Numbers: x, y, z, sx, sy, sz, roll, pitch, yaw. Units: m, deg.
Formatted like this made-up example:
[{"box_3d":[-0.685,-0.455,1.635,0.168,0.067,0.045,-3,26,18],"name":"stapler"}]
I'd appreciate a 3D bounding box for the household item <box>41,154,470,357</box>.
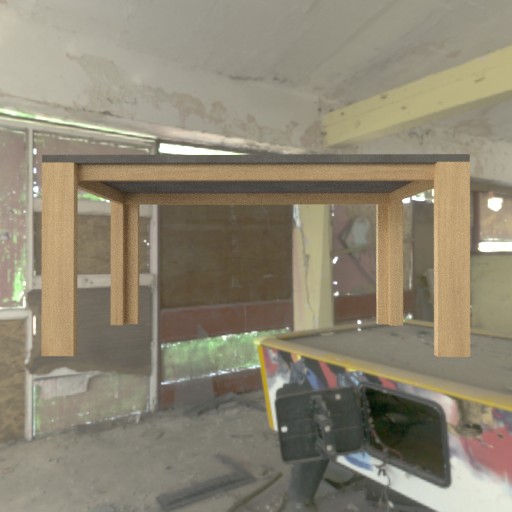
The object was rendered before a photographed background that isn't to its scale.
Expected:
[{"box_3d":[0.000,0.000,2.080,1.600,0.755,0.850,0,0,0],"name":"household item"}]
